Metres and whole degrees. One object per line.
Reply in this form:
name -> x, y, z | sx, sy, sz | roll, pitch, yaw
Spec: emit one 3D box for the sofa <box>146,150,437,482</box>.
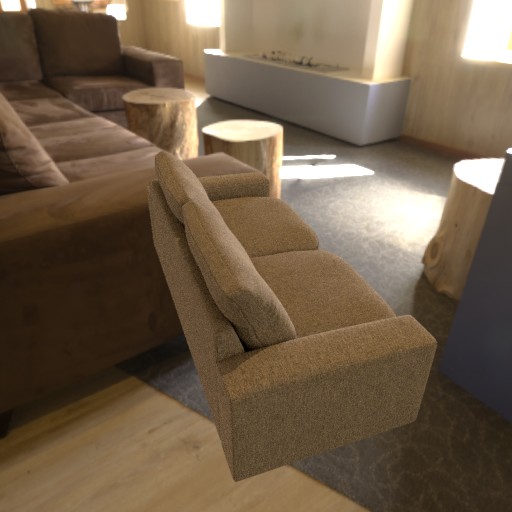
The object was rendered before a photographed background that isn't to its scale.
sofa -> 0.000, 0.000, 2.825 | 1.040, 0.922, 2.299 | -11, 33, -17
